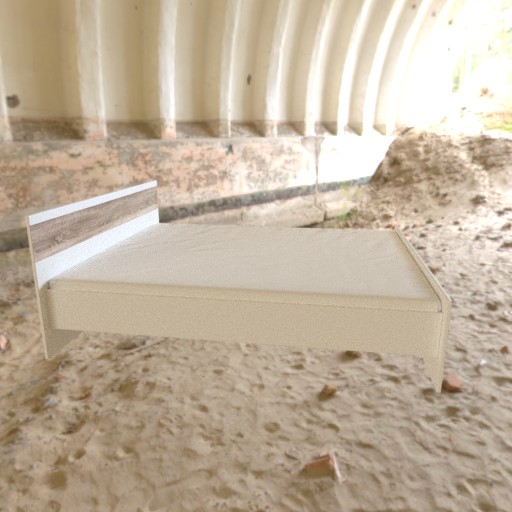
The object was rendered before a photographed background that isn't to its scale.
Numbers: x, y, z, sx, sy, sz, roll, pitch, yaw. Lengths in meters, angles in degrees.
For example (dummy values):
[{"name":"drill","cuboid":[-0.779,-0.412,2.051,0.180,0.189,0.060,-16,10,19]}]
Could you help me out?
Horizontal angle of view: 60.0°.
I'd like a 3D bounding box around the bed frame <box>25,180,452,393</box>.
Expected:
[{"name":"bed frame","cuboid":[0.000,0.000,2.981,2.060,0.800,1.720,2,16,9]}]
